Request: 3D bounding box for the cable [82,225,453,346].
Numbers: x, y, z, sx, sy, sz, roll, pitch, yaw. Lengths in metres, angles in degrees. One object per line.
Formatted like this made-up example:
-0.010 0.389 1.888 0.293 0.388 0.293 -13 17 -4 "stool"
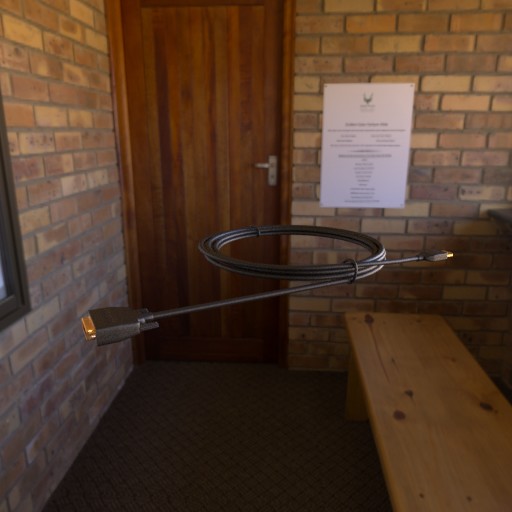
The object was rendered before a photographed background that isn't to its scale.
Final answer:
0.000 0.000 0.536 0.422 0.030 0.257 -8 17 -27 "cable"
